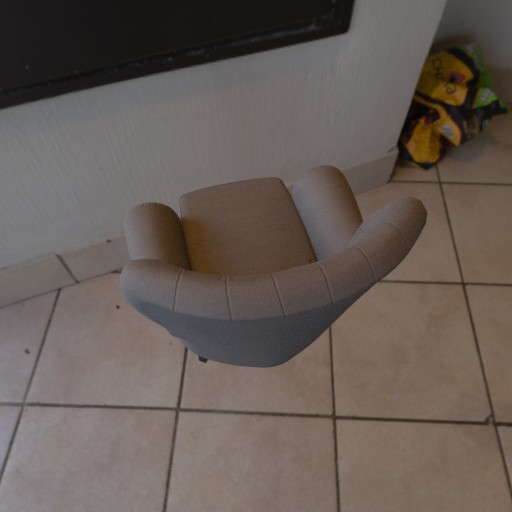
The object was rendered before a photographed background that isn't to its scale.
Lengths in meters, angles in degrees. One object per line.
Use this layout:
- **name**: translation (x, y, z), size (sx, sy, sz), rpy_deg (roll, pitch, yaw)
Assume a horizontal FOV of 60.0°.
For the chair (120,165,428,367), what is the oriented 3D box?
- **chair**: translation (0.000, 0.000, 1.780), size (0.983, 1.046, 0.983), rpy_deg (-14, 58, -9)
